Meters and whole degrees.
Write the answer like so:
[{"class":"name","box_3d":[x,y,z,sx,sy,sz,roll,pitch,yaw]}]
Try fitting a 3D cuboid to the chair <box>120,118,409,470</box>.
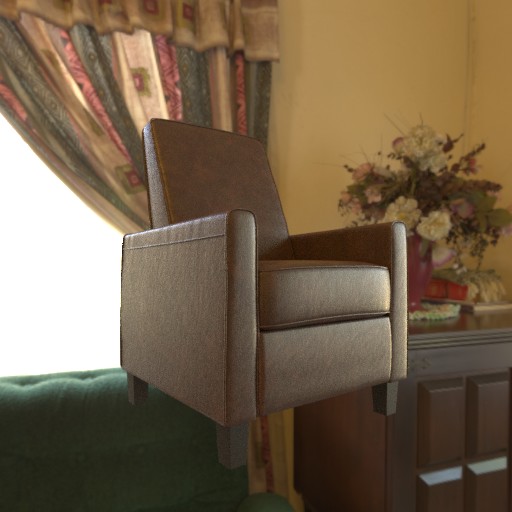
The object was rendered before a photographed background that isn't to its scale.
[{"class":"chair","box_3d":[0.000,0.000,1.500,0.705,1.013,0.746,0,0,-37]}]
